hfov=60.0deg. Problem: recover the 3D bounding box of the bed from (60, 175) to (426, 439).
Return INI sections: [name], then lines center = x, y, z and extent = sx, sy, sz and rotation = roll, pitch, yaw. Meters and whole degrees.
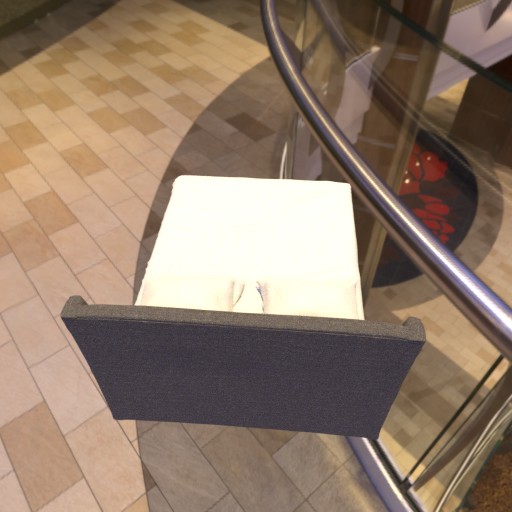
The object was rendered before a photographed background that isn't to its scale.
[bed]
center = 0.000, 0.000, 3.508
extent = 1.925, 1.332, 2.276
rotation = 3, 47, 3
